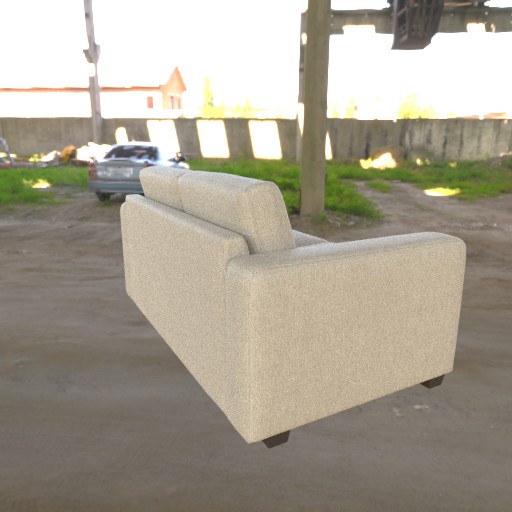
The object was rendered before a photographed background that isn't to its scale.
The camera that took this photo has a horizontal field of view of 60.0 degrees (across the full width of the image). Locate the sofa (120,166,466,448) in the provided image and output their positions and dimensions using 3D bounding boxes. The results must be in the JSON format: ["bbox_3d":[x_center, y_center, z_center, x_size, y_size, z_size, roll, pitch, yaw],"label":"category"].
[{"bbox_3d":[0.000,0.000,2.035,0.900,0.800,1.540,-8,16,-28],"label":"sofa"}]
